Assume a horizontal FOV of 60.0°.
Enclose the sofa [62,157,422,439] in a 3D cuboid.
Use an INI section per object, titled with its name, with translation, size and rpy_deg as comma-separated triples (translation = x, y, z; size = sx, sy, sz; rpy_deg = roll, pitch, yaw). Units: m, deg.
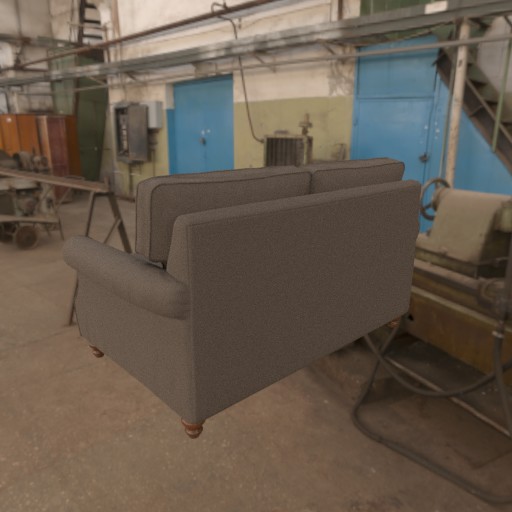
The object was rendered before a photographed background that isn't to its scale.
[sofa]
translation = 0.000, 0.000, 2.226
size = 1.665, 0.937, 0.964
rpy_deg = -14, 22, -41
